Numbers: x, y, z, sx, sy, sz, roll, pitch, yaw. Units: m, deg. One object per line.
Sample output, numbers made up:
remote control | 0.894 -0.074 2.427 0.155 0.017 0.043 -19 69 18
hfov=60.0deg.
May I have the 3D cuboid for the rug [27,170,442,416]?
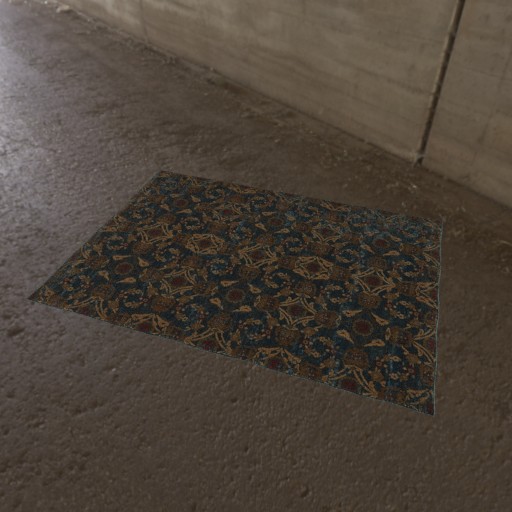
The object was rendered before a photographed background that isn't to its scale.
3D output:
rug | 0.000 0.000 4.170 3.291 0.013 2.337 13 42 15
